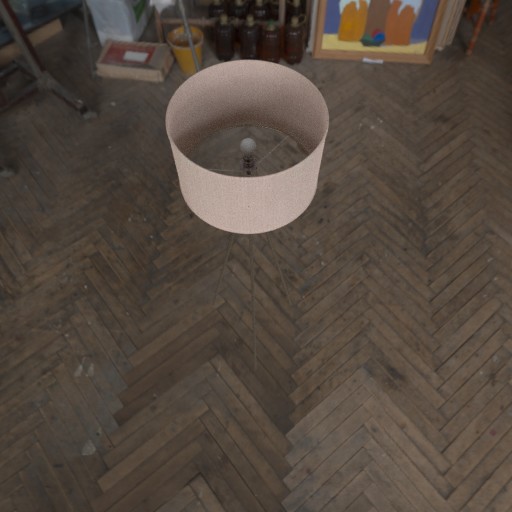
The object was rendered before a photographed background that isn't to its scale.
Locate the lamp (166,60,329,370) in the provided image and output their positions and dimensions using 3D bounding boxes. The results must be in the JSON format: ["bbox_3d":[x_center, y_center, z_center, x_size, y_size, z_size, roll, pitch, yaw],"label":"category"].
[{"bbox_3d":[0.000,0.000,1.793,0.460,1.545,0.449,-30,66,-15],"label":"lamp"}]
